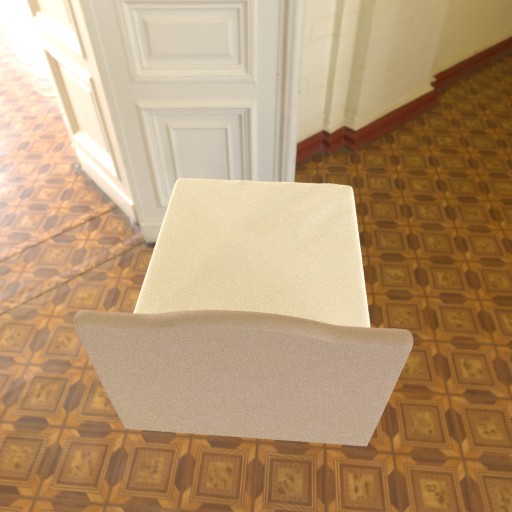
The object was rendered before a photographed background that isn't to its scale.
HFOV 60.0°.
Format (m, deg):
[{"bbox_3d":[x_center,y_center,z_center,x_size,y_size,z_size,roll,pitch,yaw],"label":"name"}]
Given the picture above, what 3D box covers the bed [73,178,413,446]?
[{"bbox_3d":[0.000,0.000,3.415,1.821,1.436,2.282,3,47,3],"label":"bed"}]
